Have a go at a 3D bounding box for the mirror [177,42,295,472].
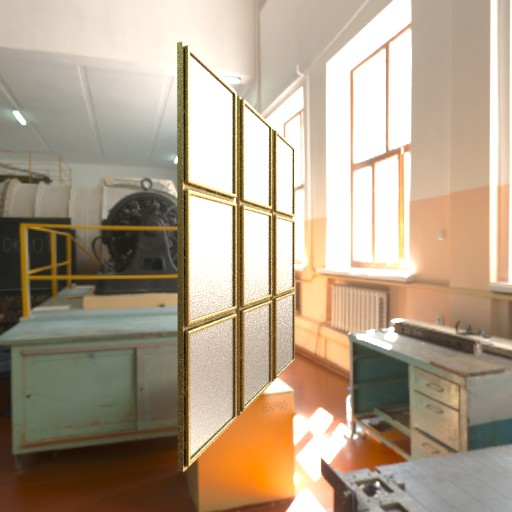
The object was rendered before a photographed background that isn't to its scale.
[{"bbox_3d":[0.000,0.000,1.433,0.023,0.926,1.011,0,1,18],"label":"mirror"}]
